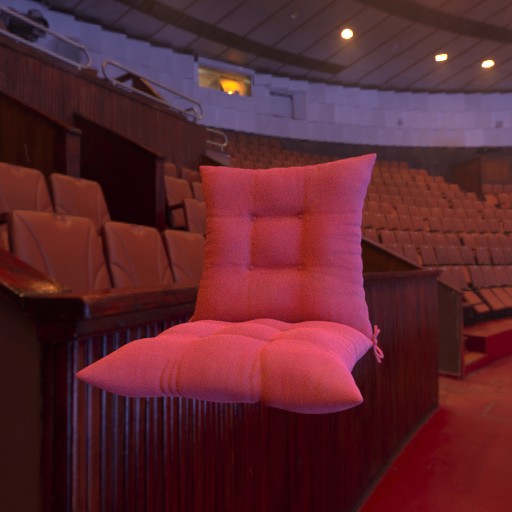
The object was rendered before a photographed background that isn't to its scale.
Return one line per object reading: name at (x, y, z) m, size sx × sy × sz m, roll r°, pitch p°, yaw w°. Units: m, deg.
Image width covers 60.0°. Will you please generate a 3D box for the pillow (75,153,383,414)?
pillow at (0.000, 0.000, 0.992) m, size 0.541 × 0.536 × 0.585 m, roll 0°, pitch 0°, yaw 17°
